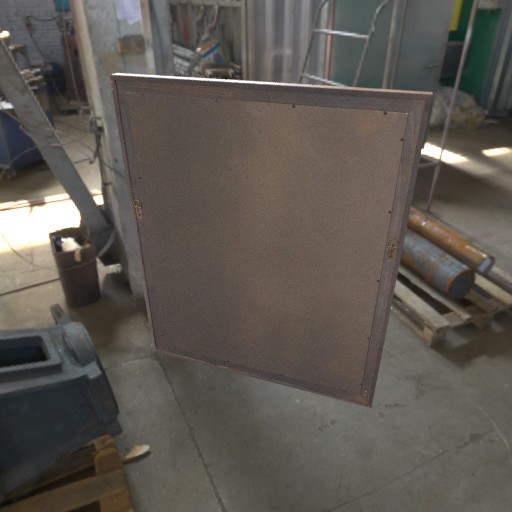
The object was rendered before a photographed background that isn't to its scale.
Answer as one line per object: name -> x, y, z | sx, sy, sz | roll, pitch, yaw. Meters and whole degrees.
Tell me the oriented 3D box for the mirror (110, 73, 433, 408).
mirror -> 0.000, 0.000, 1.195 | 0.730, 0.882, 0.032 | 10, 32, 16
